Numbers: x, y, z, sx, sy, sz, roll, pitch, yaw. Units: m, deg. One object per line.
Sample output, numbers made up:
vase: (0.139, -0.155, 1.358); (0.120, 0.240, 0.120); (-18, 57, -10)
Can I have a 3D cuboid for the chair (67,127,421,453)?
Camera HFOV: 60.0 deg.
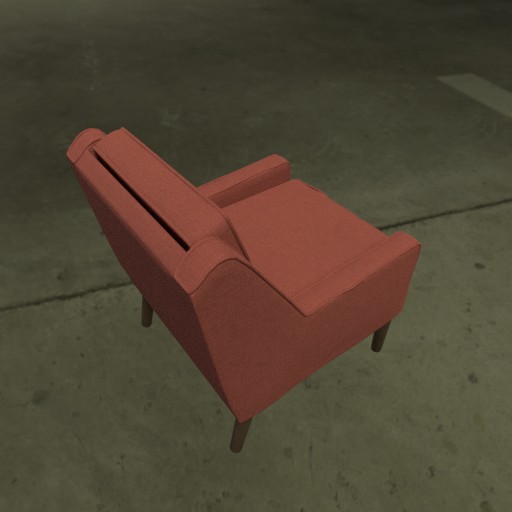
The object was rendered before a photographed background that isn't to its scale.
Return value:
chair: (0.000, 0.000, 1.364); (0.770, 0.812, 0.680); (-26, 47, -27)
